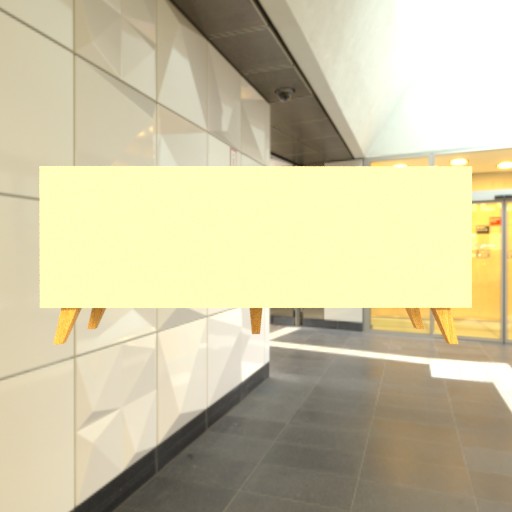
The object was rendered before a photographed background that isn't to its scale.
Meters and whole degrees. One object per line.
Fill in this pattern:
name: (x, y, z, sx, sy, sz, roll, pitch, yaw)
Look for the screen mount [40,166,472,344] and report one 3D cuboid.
screen mount: (0.000, 0.000, 1.729, 1.490, 0.619, 0.400, 0, 0, 0)
